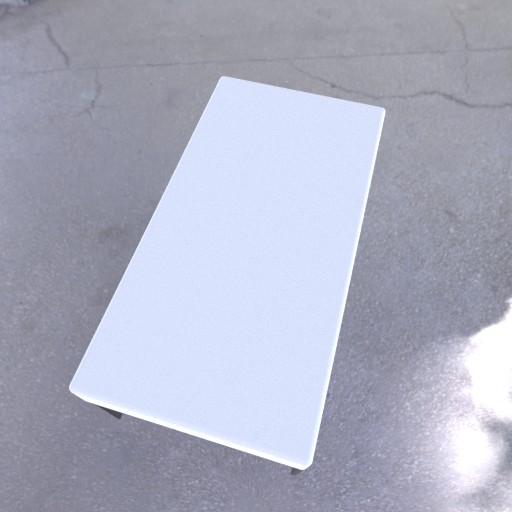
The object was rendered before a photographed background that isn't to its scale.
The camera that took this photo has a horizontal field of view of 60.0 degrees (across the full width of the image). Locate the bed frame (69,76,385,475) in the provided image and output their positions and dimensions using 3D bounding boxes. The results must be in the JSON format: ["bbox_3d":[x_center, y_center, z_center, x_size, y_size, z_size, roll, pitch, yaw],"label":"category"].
[{"bbox_3d":[0.000,0.000,2.435,1.023,0.659,1.950,14,62,8],"label":"bed frame"}]
